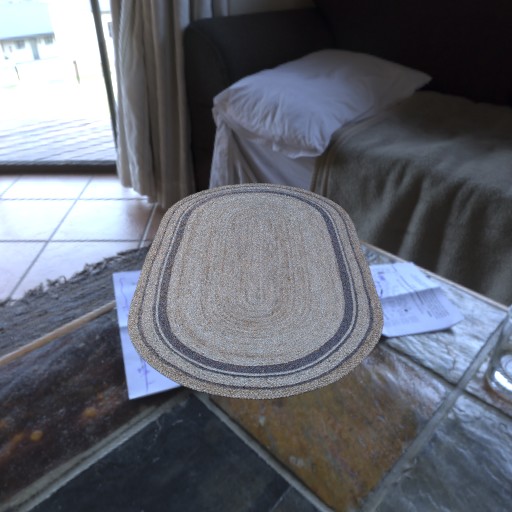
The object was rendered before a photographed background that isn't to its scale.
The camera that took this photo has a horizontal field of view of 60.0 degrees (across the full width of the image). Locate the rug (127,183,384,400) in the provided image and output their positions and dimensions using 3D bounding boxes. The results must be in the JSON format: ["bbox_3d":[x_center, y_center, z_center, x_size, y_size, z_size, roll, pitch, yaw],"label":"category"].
[{"bbox_3d":[0.000,0.000,3.080,1.520,0.006,2.432,0,33,0],"label":"rug"}]
